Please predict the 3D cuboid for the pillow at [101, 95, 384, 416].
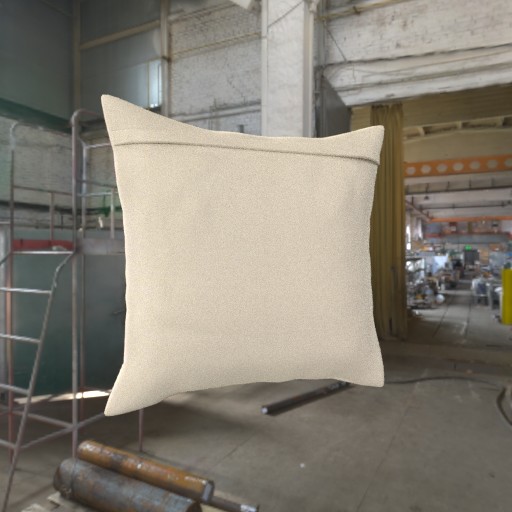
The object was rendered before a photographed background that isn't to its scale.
[{"bbox_3d":[0.000,0.000,0.704,0.463,0.454,0.160,0,0,-18],"label":"pillow"}]
